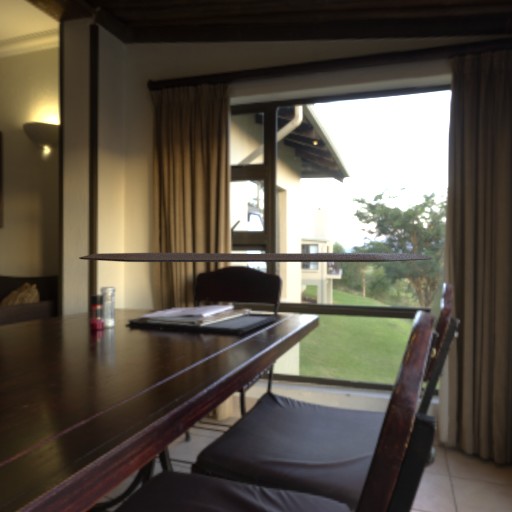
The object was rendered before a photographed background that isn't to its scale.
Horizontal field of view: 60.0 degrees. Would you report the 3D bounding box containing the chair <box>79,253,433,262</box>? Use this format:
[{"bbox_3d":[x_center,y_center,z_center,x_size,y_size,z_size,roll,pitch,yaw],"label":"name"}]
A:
[{"bbox_3d":[0.000,0.000,1.924,1.372,0.024,1.219,0,1,0],"label":"chair"}]
